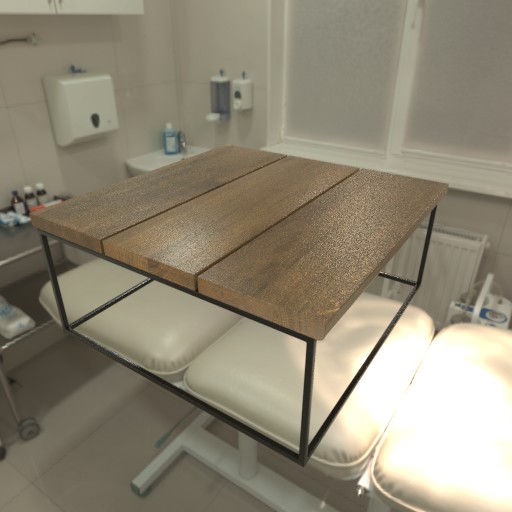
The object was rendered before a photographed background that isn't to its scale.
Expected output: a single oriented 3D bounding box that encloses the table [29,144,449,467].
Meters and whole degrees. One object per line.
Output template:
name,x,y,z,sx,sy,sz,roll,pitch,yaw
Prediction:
table,0.000,0.000,1.423,0.900,0.400,0.900,18,33,29
